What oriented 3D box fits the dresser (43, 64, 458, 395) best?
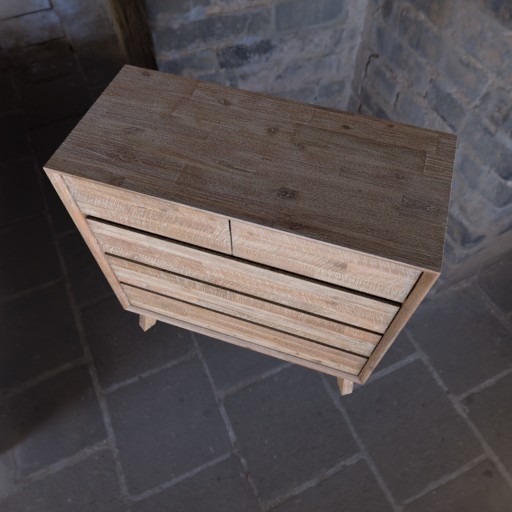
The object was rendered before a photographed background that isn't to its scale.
[{"bbox_3d":[0.000,0.000,1.598,0.998,1.029,0.455,16,59,10],"label":"dresser"}]
